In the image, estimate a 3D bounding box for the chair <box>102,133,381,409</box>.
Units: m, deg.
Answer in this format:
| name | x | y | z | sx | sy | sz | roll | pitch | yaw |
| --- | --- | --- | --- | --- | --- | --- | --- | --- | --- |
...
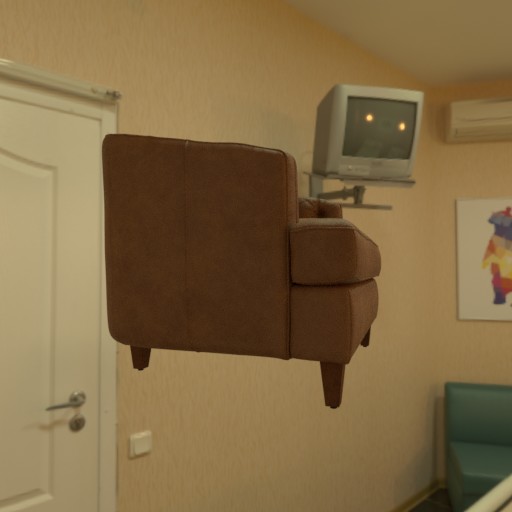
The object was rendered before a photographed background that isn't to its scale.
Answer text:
| name | x | y | z | sx | sy | sz | roll | pitch | yaw |
| --- | --- | --- | --- | --- | --- | --- | --- | --- | --- |
| chair | 0.000 | 0.000 | 1.759 | 0.911 | 0.836 | 1.119 | -1 | -2 | 19 |
